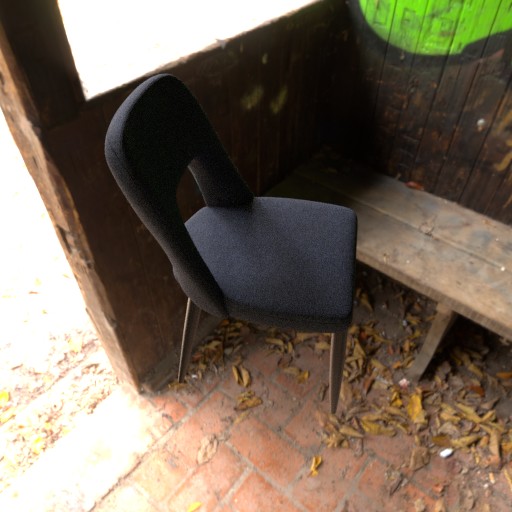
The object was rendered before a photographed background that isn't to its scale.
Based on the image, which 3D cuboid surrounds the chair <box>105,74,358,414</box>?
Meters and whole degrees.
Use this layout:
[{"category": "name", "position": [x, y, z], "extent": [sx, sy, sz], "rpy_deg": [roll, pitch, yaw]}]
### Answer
[{"category": "chair", "position": [0.000, 0.000, 1.296], "extent": [0.612, 0.931, 0.470], "rpy_deg": [8, 46, 8]}]
